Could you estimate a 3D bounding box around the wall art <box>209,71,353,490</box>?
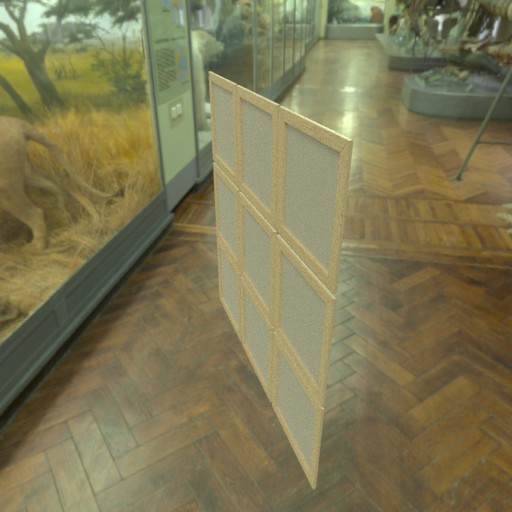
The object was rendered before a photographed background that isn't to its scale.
[{"bbox_3d":[0.000,0.000,2.168,0.014,1.507,1.519,-10,31,-17],"label":"wall art"}]
